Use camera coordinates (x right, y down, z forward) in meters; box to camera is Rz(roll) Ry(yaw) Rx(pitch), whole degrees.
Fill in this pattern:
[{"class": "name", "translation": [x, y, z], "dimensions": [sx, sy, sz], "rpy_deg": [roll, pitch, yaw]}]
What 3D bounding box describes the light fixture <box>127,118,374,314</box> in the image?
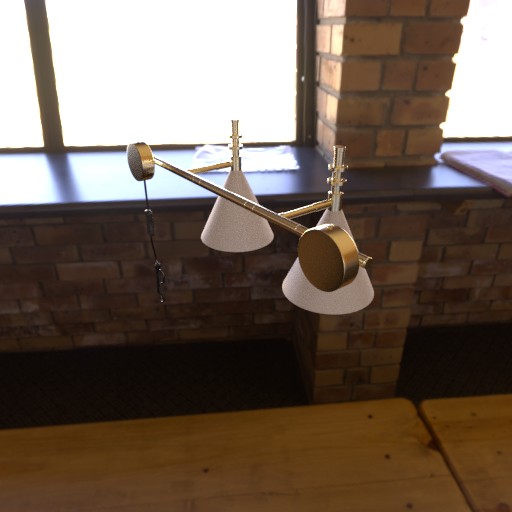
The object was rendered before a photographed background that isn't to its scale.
[{"class": "light fixture", "translation": [0.000, 0.000, 0.852], "dimensions": [0.239, 0.468, 0.642], "rpy_deg": [-19, 33, -32]}]
